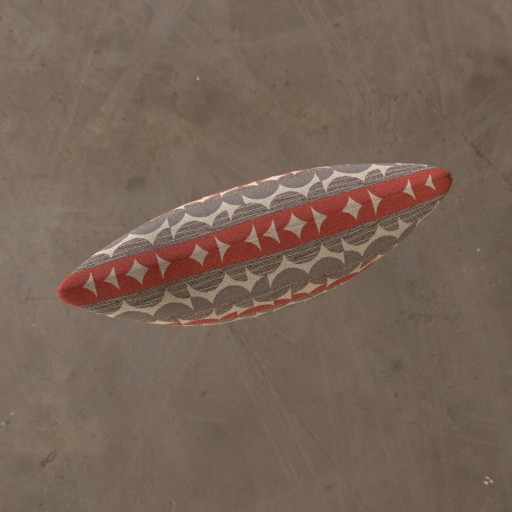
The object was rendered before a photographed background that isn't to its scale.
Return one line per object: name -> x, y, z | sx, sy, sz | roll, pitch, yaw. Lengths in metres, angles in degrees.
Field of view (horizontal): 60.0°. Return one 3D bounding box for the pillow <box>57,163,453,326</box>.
pillow -> 0.000, 0.000, 0.639 | 0.420, 0.410, 0.180 | -17, 77, -4
